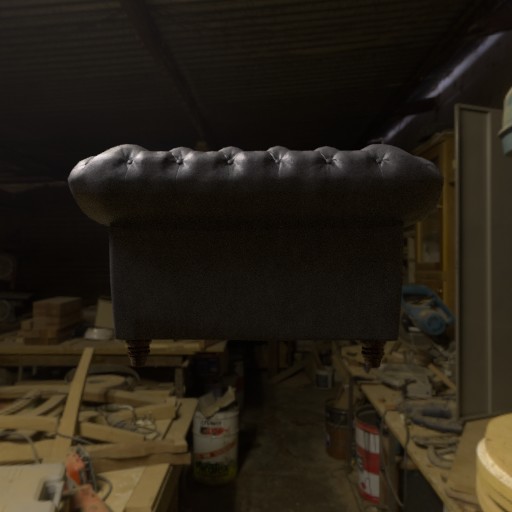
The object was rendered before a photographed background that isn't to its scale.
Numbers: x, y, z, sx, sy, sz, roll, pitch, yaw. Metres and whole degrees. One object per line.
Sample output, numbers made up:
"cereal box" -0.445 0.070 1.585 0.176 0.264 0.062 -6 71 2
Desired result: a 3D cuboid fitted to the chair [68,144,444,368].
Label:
"chair" 0.000 0.000 1.875 1.298 0.780 0.943 0 0 1
